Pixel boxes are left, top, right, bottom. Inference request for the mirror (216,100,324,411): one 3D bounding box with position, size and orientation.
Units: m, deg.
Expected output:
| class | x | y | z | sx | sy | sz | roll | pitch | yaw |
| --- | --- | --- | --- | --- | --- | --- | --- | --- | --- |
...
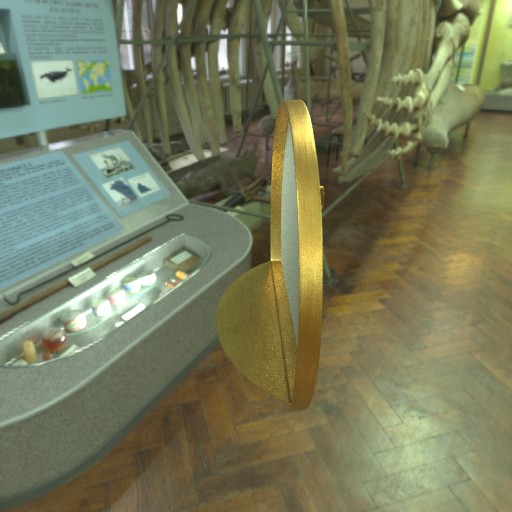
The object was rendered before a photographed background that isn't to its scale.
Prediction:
| class | x | y | z | sx | sy | sz | roll | pitch | yaw |
| --- | --- | --- | --- | --- | --- | --- | --- | --- | --- |
| mirror | 0.000 | 0.000 | 0.689 | 0.133 | 0.457 | 0.457 | -1 | 27 | -2 |
